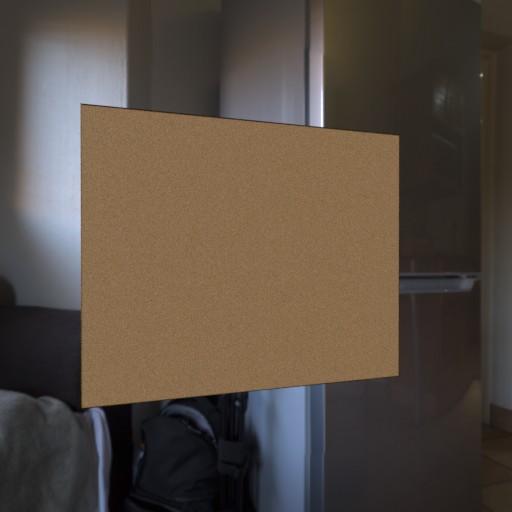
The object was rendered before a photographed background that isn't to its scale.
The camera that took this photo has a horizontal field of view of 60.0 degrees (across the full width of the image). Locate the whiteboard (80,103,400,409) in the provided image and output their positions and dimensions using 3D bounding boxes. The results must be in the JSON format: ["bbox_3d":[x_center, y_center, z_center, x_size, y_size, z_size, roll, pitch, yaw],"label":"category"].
[{"bbox_3d":[0.000,0.000,0.765,0.561,0.457,0.029,0,0,-18],"label":"whiteboard"}]
